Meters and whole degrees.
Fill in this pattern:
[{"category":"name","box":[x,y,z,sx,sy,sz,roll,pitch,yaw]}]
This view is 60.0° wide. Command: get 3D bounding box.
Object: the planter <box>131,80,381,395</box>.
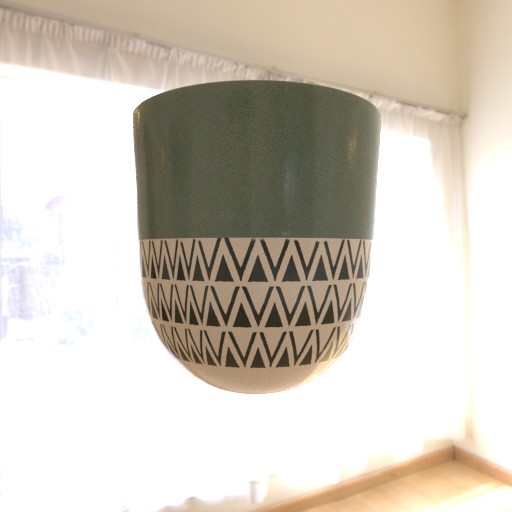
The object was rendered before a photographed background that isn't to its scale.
[{"category":"planter","box":[0.000,0.000,0.366,0.198,0.214,0.198,0,1,0]}]
